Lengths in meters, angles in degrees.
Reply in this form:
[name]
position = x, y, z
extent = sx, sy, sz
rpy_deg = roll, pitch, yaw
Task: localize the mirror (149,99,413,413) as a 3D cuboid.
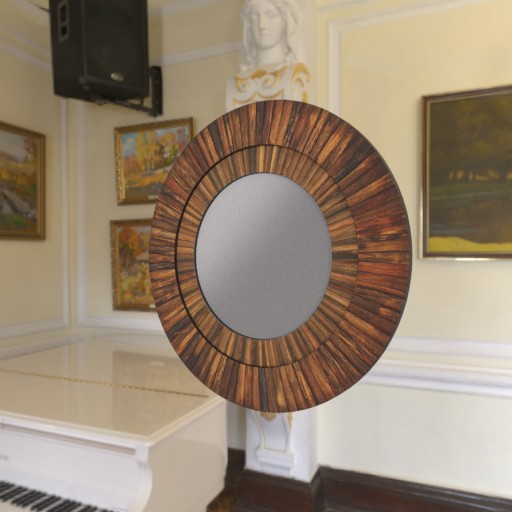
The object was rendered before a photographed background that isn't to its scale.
[mirror]
position = 0.000, 0.000, 1.569
extent = 1.077, 1.077, 0.036
rpy_deg = 0, 0, 35
